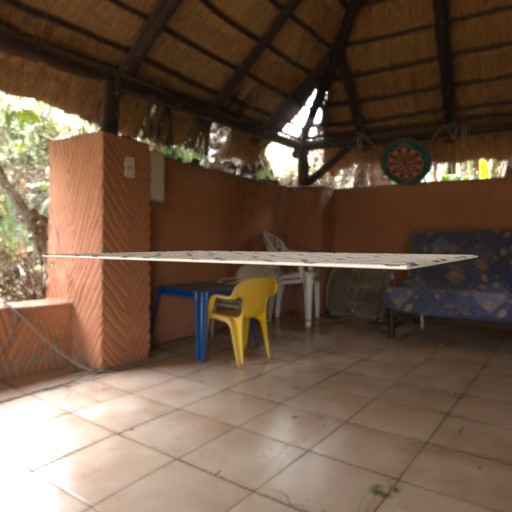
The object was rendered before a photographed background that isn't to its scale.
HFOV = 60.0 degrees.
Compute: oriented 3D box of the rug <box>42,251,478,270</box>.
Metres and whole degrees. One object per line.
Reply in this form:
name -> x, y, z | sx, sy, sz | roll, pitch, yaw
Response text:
rug -> 0.000, 0.000, 2.850 | 2.365, 0.017, 1.521 | 1, 2, 35
